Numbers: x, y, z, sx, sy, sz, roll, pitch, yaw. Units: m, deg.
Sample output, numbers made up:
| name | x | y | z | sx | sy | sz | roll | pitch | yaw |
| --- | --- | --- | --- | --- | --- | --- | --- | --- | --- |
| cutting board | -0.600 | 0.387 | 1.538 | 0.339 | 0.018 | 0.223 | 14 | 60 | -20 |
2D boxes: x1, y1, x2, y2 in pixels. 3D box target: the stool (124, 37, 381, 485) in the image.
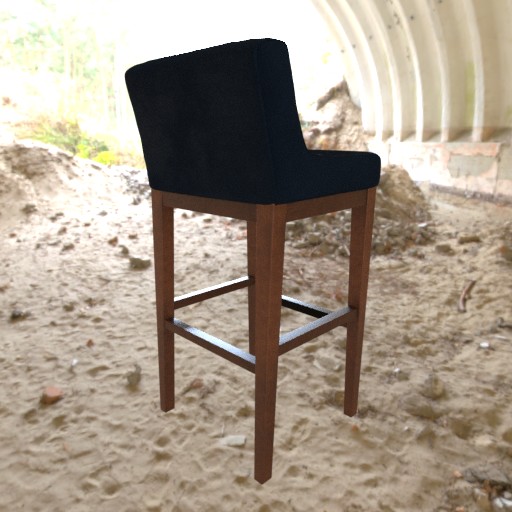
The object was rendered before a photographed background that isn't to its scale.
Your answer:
| name | x | y | z | sx | sy | sz | roll | pitch | yaw |
| --- | --- | --- | --- | --- | --- | --- | --- | --- | --- |
| stool | 0.000 | 0.000 | 1.275 | 0.500 | 1.037 | 0.511 | -14 | 20 | -43 |
